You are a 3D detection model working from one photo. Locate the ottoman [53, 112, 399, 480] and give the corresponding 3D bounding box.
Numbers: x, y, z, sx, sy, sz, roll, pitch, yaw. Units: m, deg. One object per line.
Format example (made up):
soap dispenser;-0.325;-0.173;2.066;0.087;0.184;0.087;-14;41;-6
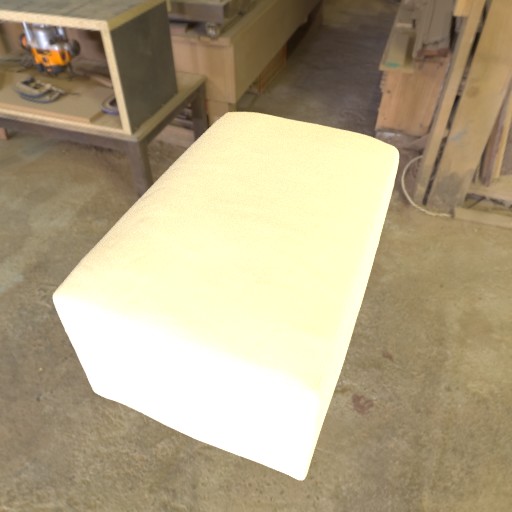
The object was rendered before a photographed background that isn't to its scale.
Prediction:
ottoman;0.000;0.000;1.194;0.590;0.444;0.872;16;47;16
